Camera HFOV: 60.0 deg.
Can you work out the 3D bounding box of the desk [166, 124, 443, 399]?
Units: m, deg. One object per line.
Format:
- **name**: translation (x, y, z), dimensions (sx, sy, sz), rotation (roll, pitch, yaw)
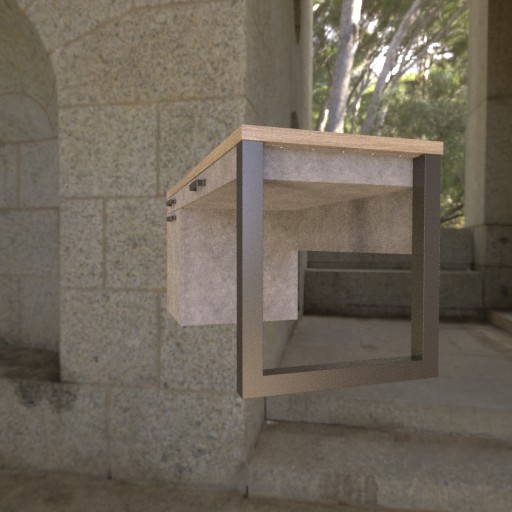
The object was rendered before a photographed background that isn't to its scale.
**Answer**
- **desk**: translation (0.000, 0.000, 2.111), dimensions (0.690, 0.760, 1.700), rotation (-1, 2, -18)
